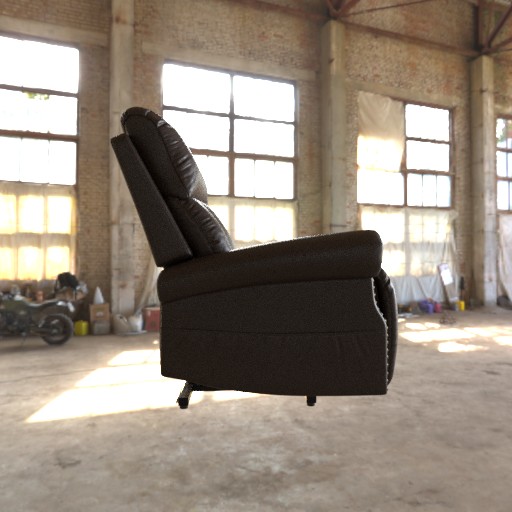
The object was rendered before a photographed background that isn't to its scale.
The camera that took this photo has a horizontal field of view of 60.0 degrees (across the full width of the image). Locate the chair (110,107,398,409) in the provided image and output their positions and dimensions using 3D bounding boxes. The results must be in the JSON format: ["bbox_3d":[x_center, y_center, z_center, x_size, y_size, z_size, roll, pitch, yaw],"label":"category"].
[{"bbox_3d":[0.000,0.000,1.780,0.978,1.028,0.869,0,-1,-2],"label":"chair"}]
